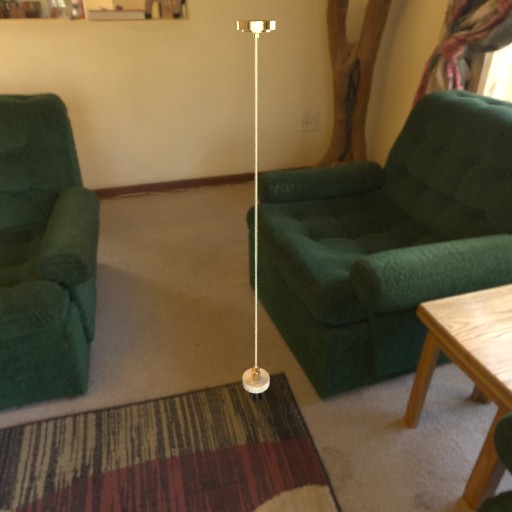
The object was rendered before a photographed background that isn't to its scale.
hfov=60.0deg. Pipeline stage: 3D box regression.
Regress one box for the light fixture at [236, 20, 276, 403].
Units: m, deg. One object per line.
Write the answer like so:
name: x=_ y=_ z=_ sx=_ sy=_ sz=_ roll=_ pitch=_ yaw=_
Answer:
light fixture: x=0.000 y=0.000 z=1.778 sx=0.129 sy=1.669 sz=0.129 roll=-19 pitch=35 yaw=-28
